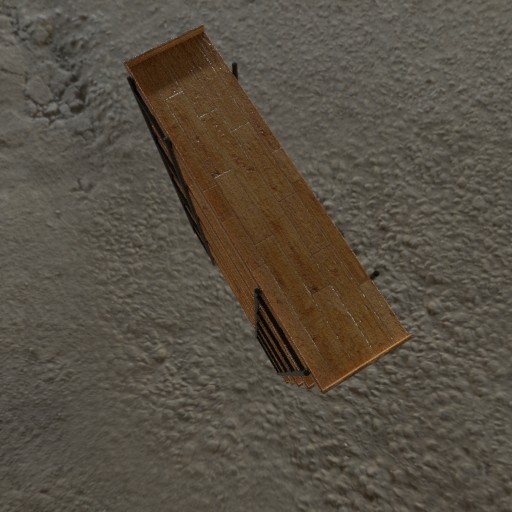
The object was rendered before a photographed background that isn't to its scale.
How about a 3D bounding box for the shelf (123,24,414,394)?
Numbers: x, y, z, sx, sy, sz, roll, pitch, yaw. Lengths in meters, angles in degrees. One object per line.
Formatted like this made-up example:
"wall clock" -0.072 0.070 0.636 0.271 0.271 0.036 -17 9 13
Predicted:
"shelf" 0.000 0.000 2.387 0.379 1.826 1.371 -30 77 -8
